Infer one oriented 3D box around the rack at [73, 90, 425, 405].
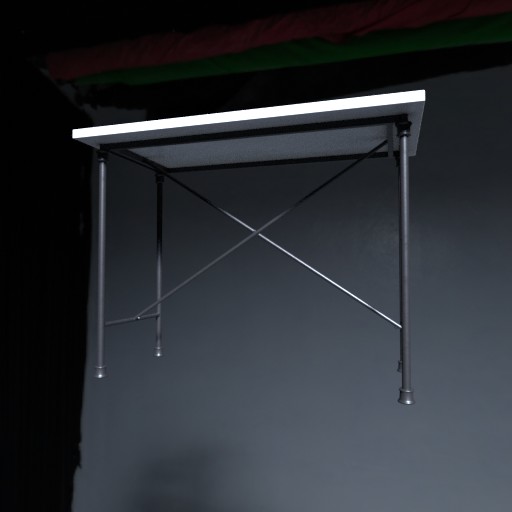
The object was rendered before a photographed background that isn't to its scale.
[{"bbox_3d":[0.000,0.000,1.663,1.159,0.880,0.613,-1,-2,17],"label":"rack"}]
